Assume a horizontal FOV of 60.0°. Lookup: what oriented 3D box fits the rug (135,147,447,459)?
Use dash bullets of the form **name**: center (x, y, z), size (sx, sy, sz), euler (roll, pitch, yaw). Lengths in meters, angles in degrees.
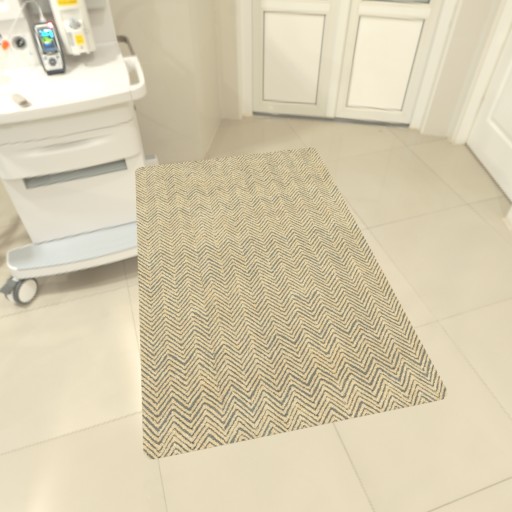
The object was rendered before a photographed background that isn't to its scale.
- **rug**: center (0.000, 0.000, 2.189), size (1.144, 0.008, 1.752), euler (-8, 47, -8)
